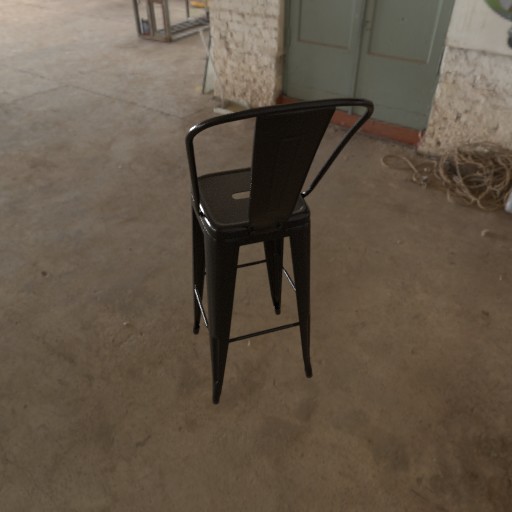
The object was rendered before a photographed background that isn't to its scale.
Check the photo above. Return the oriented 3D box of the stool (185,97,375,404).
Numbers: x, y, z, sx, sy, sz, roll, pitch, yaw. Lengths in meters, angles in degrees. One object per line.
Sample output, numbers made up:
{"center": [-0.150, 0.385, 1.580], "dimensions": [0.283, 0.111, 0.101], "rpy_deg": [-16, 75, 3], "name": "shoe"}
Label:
{"center": [0.000, 0.000, 1.324], "dimensions": [0.399, 1.096, 0.513], "rpy_deg": [-12, 40, -14], "name": "stool"}
